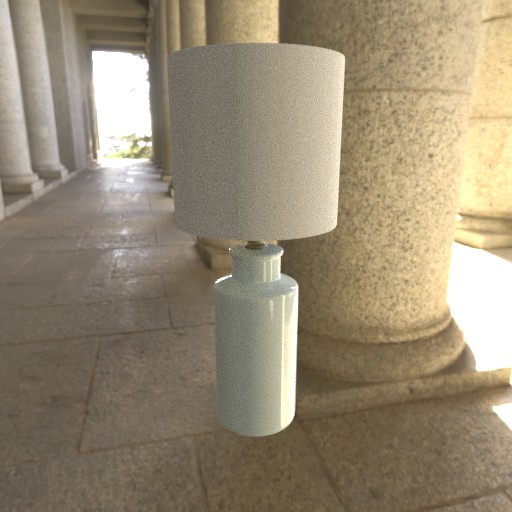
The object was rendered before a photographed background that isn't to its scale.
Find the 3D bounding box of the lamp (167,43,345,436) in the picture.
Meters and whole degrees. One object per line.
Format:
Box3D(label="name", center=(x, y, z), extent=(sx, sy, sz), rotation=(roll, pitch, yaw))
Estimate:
Box3D(label="lamp", center=(0.000, 0.000, 0.602), extent=(0.212, 0.493, 0.212), rotation=(-14, 21, -42))
